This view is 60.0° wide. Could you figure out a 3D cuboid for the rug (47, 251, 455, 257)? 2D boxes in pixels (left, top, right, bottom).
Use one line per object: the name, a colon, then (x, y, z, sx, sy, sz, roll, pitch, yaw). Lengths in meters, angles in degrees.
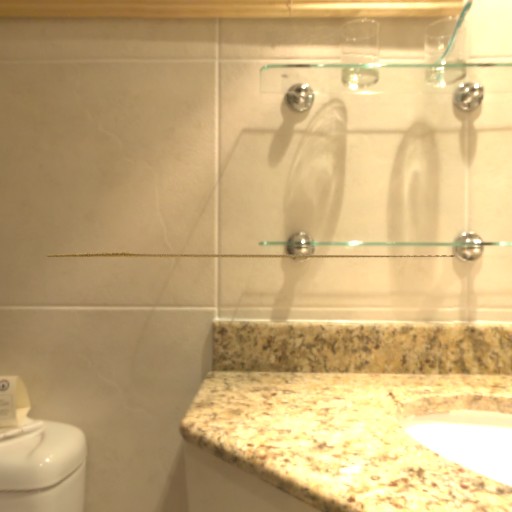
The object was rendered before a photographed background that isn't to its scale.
rug: (0.000, 0.000, 3.093, 2.435, 0.018, 1.540, 0, -1, -36)
